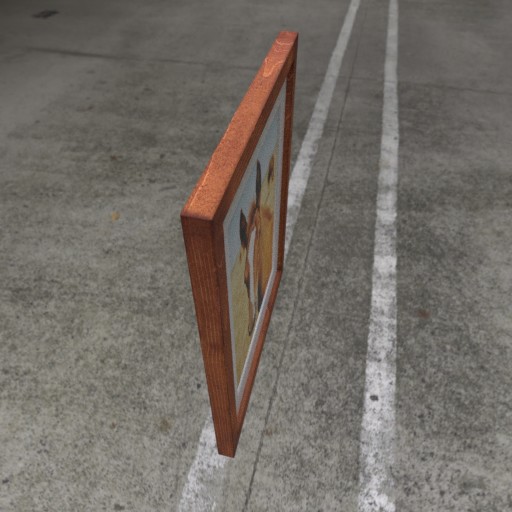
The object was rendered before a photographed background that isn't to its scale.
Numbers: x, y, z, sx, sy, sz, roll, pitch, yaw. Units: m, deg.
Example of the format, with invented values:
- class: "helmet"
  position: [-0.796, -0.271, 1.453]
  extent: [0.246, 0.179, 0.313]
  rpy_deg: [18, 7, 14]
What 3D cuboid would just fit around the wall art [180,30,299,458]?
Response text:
- class: "wall art"
  position: [0.000, 0.000, 0.743]
  extent: [0.030, 0.558, 0.462]
  rpy_deg: [10, 46, 9]
